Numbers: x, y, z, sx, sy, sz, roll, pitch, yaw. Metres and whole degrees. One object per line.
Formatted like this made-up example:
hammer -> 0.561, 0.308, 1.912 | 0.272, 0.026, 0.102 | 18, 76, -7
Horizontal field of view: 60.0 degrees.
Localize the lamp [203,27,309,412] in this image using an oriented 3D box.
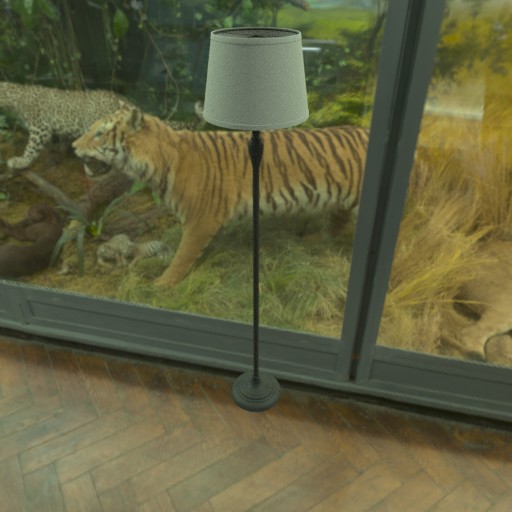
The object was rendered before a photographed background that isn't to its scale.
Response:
lamp -> 0.000, 0.000, 1.661 | 0.327, 1.506, 0.327 | -10, 34, -14
